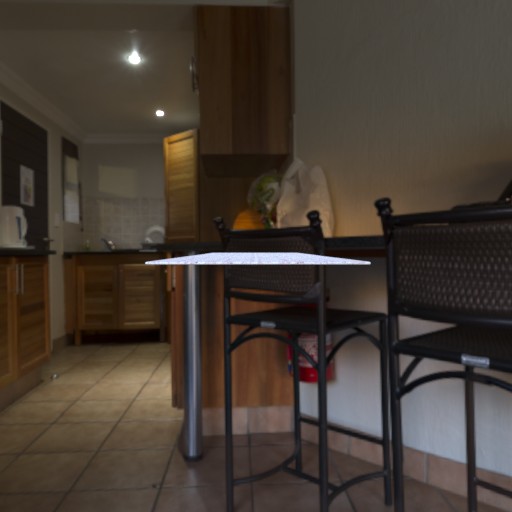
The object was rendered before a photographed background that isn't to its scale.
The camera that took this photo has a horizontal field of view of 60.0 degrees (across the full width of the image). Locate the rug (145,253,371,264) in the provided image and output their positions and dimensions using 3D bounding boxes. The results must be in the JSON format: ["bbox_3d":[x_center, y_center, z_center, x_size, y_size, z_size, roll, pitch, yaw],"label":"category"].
[{"bbox_3d":[0.000,0.000,2.684,0.750,0.009,2.435,0,1,0],"label":"rug"}]
